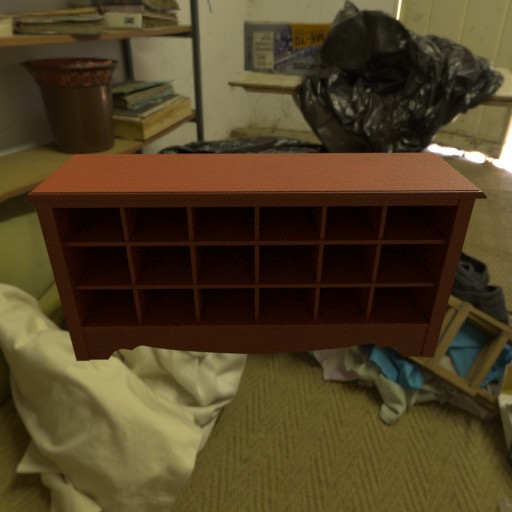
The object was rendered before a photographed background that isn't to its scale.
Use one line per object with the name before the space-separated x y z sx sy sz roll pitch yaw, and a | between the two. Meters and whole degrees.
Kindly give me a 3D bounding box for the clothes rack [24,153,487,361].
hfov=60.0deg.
clothes rack | 0.000 0.000 1.492 1.251 0.594 0.362 0 30 -1
